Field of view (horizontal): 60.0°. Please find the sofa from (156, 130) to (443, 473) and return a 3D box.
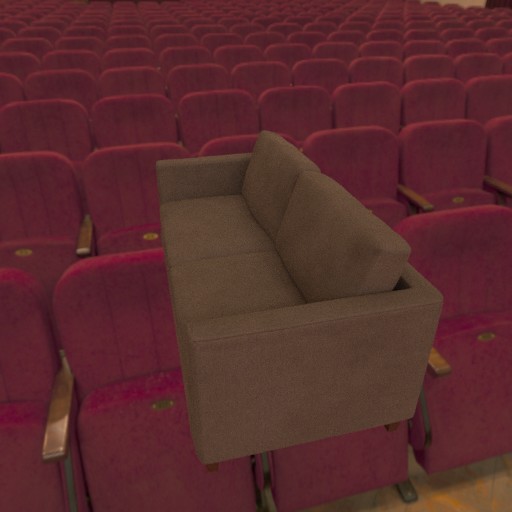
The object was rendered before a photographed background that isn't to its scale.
[{"bbox_3d":[0.000,0.000,2.391,0.950,0.963,1.884,-7,31,-12],"label":"sofa"}]
